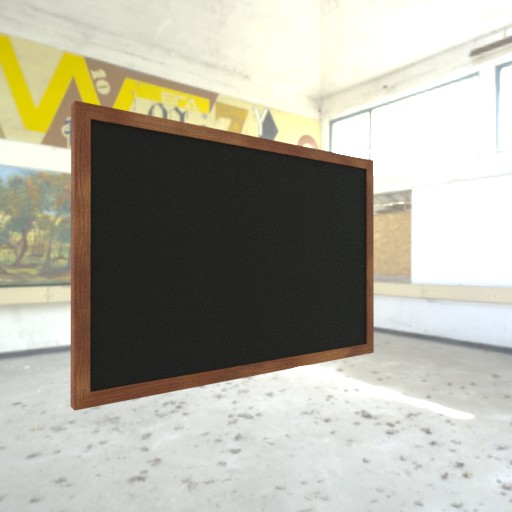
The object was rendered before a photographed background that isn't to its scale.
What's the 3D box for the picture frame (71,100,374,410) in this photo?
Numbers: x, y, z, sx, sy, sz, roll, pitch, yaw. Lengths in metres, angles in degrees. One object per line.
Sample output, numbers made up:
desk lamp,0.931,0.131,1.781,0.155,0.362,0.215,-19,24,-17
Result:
picture frame,0.000,0.000,1.207,0.950,0.640,0.029,0,0,-36
